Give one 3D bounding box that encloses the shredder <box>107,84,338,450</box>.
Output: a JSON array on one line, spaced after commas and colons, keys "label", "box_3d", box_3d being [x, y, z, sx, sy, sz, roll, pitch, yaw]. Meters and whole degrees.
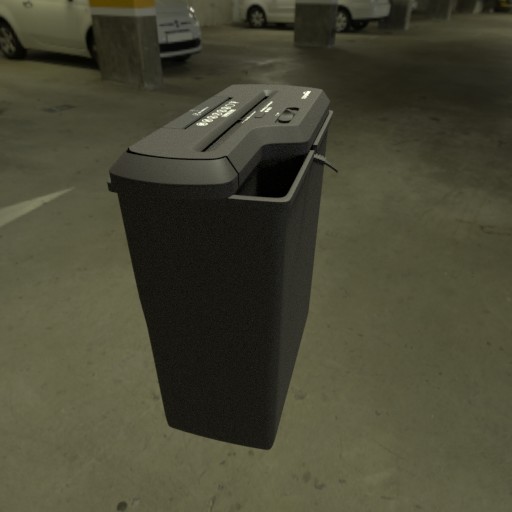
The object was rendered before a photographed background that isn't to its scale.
[{"label": "shredder", "box_3d": [0.000, 0.000, 0.516, 0.170, 0.335, 0.320, 8, 32, 13]}]
